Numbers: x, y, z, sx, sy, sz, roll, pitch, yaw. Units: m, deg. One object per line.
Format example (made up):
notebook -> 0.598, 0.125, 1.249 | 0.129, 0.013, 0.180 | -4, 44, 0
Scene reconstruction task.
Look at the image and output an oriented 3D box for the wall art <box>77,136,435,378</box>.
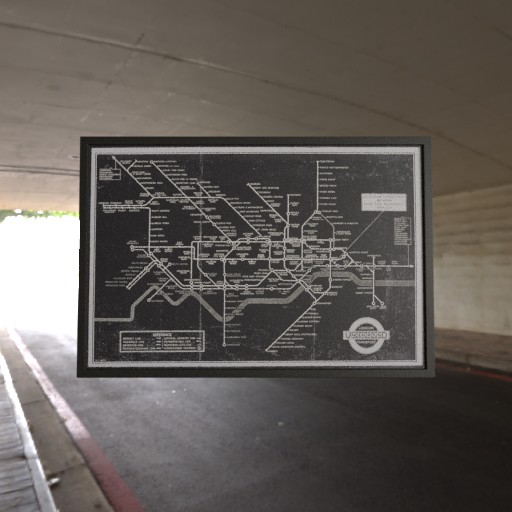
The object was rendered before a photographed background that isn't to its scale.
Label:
wall art -> 0.000, 0.000, 1.493 | 1.192, 0.811, 0.013 | 0, -2, 0
